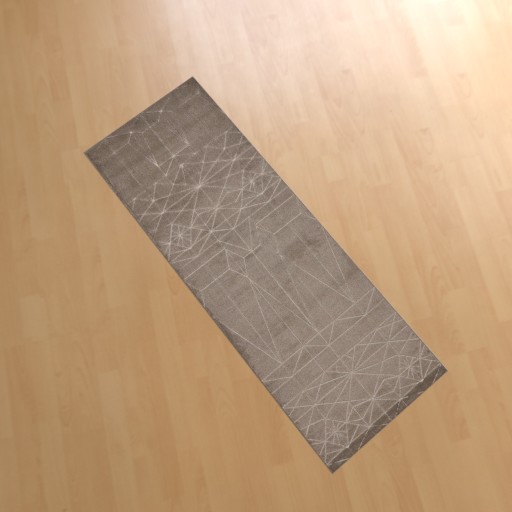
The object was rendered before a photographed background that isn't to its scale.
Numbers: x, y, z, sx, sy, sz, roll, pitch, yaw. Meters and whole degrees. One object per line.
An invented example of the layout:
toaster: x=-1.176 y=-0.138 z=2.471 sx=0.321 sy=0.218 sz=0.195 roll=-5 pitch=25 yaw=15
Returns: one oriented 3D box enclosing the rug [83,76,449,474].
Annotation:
rug: x=0.000 y=0.000 z=2.636 sx=0.864 sy=0.012 sz=2.388 roll=-38 pitch=80 yaw=-8
